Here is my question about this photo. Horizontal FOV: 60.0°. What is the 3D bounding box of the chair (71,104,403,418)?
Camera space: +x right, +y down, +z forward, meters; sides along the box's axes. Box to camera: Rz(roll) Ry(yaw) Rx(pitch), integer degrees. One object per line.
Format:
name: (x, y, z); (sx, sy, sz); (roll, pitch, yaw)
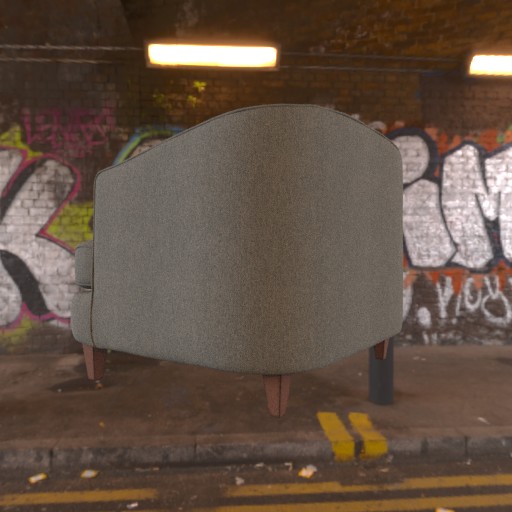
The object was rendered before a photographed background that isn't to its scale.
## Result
chair: (0.000, 0.000, 1.720); (0.945, 0.852, 1.094); (0, 1, 36)
